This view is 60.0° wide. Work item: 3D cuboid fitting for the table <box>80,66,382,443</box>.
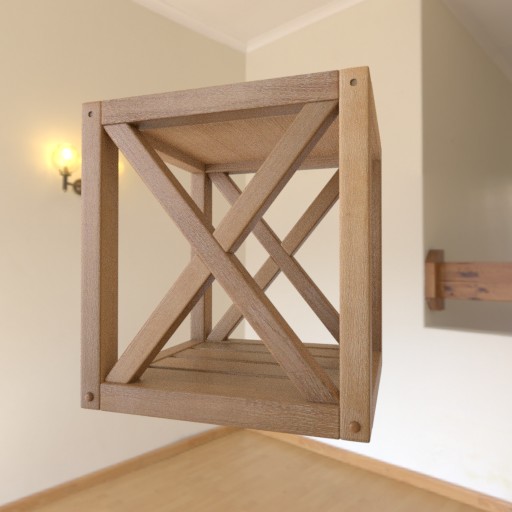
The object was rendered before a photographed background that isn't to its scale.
[{"bbox_3d":[0.000,0.000,1.056,0.559,0.610,0.558,0,-1,18],"label":"table"}]
